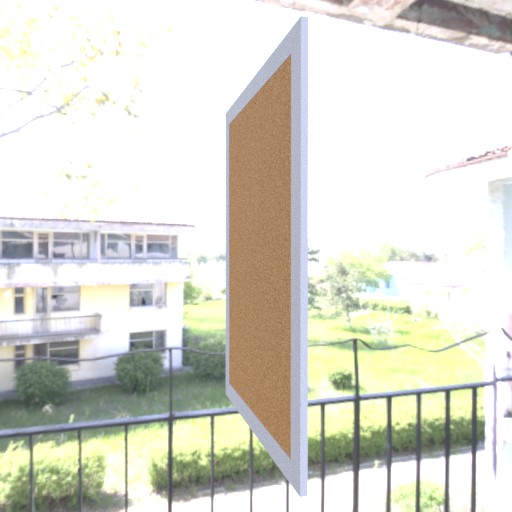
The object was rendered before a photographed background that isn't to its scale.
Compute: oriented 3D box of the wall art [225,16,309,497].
[{"bbox_3d":[0.000,0.000,0.824,0.011,0.659,0.454,0,1,-17],"label":"wall art"}]
